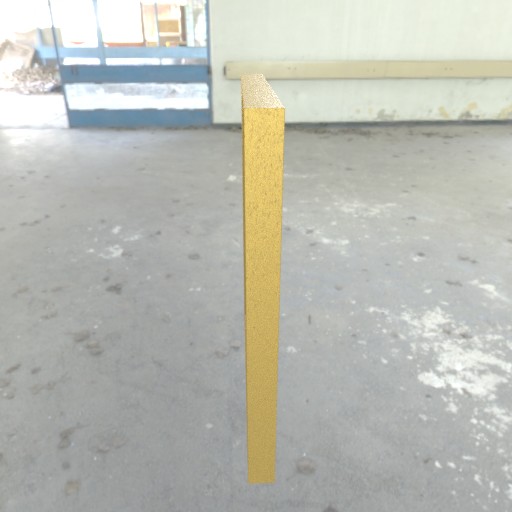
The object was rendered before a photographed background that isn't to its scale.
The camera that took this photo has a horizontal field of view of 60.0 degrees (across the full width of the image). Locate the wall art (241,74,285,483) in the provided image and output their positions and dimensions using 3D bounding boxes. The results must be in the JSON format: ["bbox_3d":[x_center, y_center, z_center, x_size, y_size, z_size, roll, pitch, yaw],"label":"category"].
[{"bbox_3d":[0.000,0.000,0.891,0.048,0.642,0.537,-1,26,-2],"label":"wall art"}]
